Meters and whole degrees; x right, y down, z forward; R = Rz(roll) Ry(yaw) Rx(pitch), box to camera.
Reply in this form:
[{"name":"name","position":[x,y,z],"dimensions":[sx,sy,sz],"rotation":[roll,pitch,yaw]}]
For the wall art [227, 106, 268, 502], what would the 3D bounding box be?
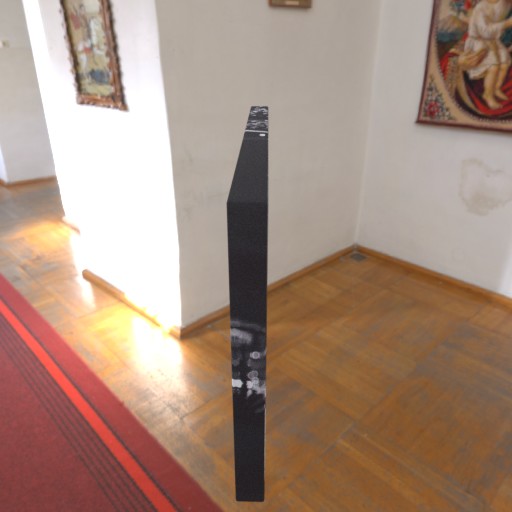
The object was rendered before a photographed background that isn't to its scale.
[{"name":"wall art","position":[0.000,0.000,0.753],"dimensions":[0.037,0.406,0.609],"rotation":[1,26,1]}]
